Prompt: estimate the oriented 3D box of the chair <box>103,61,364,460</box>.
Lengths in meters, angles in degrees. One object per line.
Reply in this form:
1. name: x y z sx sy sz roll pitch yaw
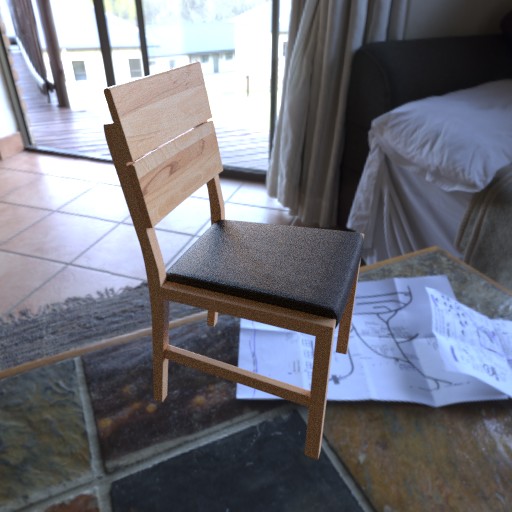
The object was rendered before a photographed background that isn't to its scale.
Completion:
1. chair: 0.000 0.000 1.263 0.560 0.950 0.475 11 33 17
